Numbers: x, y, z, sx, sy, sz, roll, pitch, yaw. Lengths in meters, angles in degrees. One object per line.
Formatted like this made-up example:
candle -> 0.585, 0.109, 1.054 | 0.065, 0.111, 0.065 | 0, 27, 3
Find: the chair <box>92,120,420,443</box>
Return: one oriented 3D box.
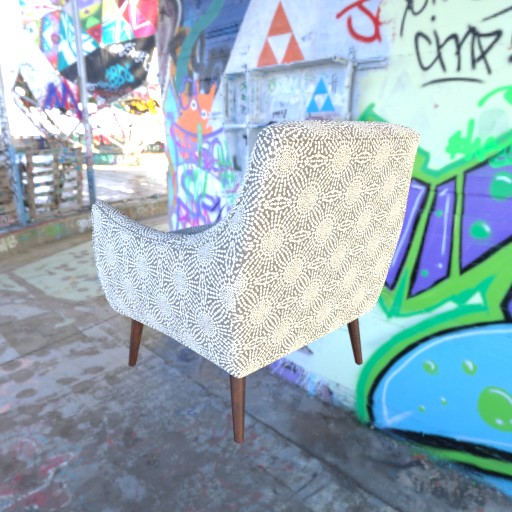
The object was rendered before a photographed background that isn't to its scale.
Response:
chair -> 0.000, 0.000, 1.450 | 0.762, 0.838, 0.787 | -15, 22, -43
